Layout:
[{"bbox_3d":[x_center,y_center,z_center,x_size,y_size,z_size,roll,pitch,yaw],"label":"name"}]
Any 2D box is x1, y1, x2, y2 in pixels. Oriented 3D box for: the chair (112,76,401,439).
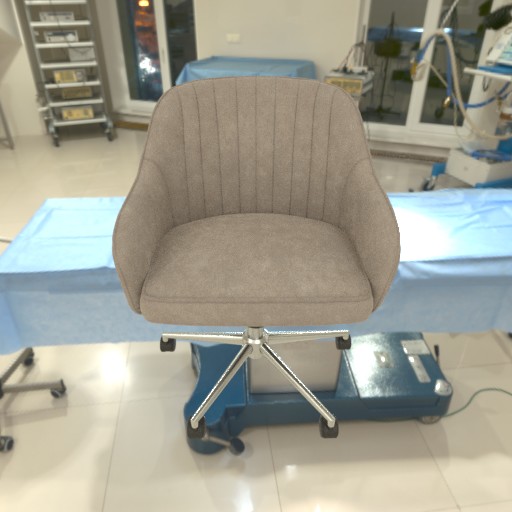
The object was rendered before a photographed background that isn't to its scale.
[{"bbox_3d":[0.000,0.000,1.210,0.635,0.831,0.573,0,32,0],"label":"chair"}]
